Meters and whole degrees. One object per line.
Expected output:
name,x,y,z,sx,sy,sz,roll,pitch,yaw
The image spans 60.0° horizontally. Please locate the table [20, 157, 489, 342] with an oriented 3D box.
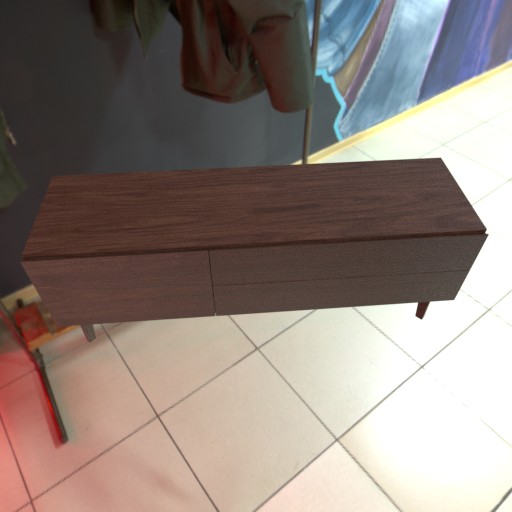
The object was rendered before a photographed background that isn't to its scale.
table,0.000,0.000,1.635,1.397,0.508,0.405,-3,47,-3
